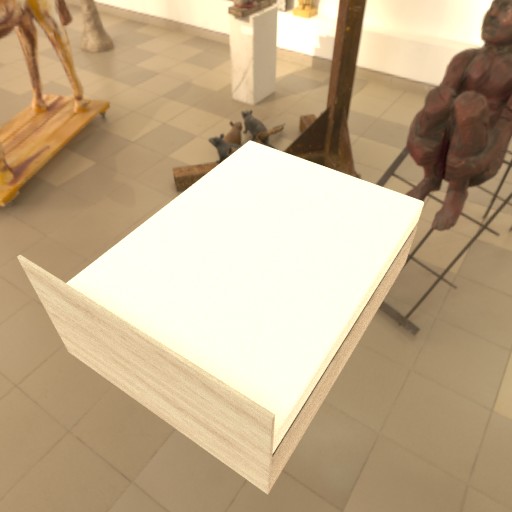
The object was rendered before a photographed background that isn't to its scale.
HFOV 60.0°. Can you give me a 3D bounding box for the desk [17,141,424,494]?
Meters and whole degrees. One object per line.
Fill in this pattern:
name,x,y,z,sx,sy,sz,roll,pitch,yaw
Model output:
desk,0.000,0.000,2.623,1.400,0.800,1.900,25,50,23
